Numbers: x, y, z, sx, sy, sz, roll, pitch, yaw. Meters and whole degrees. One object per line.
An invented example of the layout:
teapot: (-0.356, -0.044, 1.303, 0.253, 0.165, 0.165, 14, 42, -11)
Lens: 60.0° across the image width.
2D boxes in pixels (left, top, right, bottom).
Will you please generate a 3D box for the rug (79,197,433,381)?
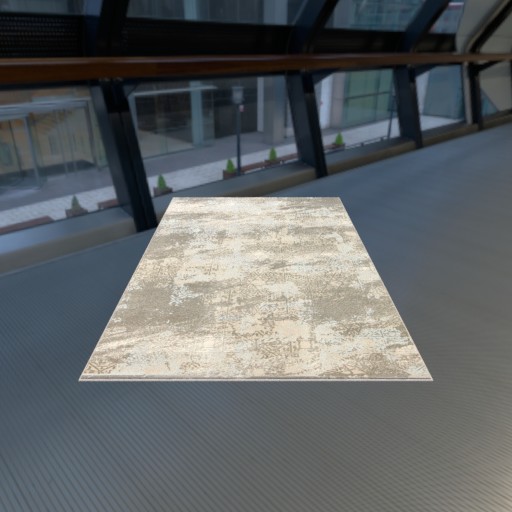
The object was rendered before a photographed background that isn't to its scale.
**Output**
rug: (0.000, 0.000, 3.006, 1.536, 0.012, 2.431, 0, 26, 0)
